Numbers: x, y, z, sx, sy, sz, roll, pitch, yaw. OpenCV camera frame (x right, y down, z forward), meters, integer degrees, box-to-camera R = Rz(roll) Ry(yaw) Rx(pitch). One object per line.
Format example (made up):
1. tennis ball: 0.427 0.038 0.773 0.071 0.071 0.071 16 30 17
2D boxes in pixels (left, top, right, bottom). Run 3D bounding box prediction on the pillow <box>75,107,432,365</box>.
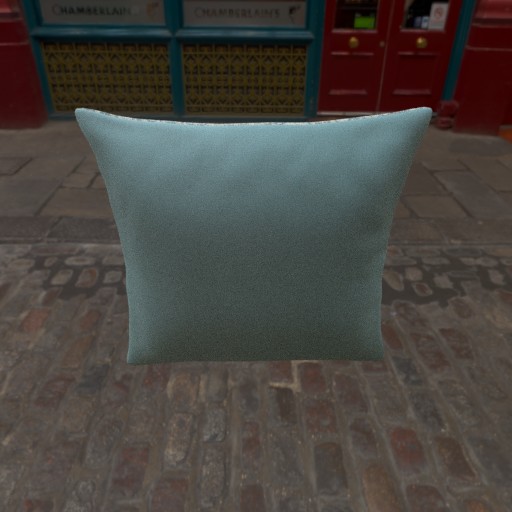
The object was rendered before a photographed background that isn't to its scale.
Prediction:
1. pillow: 0.000 0.000 0.779 0.526 0.507 0.166 -1 30 -1
